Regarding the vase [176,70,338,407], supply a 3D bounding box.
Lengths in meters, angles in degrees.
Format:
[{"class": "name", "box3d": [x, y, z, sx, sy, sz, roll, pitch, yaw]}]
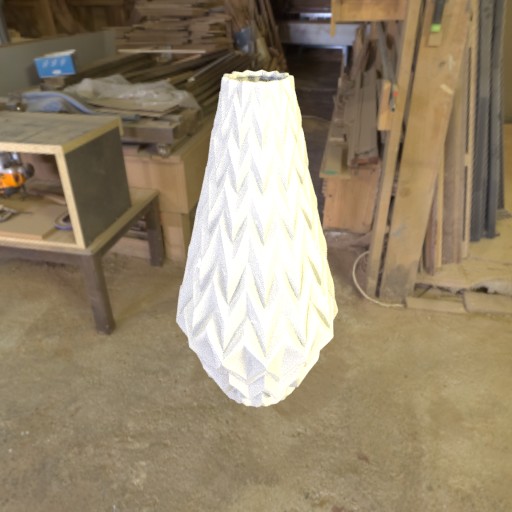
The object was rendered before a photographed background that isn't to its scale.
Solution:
[{"class": "vase", "box3d": [0.000, 0.000, 0.429, 0.167, 0.328, 0.167, 0, 32, 0]}]
